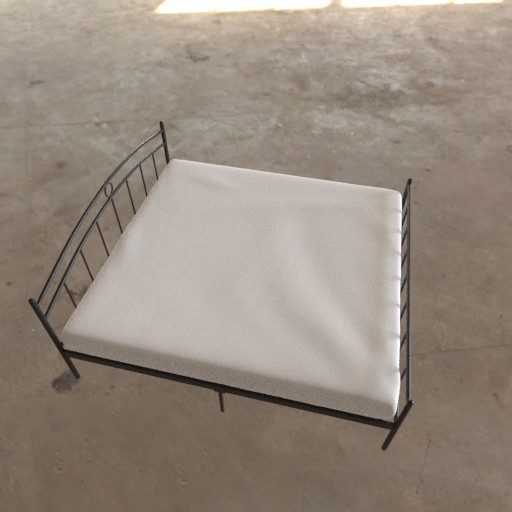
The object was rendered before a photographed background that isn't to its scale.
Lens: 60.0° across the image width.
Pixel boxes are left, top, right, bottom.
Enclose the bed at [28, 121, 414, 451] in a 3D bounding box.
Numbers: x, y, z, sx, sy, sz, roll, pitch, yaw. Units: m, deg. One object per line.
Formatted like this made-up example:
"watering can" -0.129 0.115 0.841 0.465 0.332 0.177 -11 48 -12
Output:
"bed" 0.000 0.000 3.074 2.040 0.940 1.880 10 48 9
